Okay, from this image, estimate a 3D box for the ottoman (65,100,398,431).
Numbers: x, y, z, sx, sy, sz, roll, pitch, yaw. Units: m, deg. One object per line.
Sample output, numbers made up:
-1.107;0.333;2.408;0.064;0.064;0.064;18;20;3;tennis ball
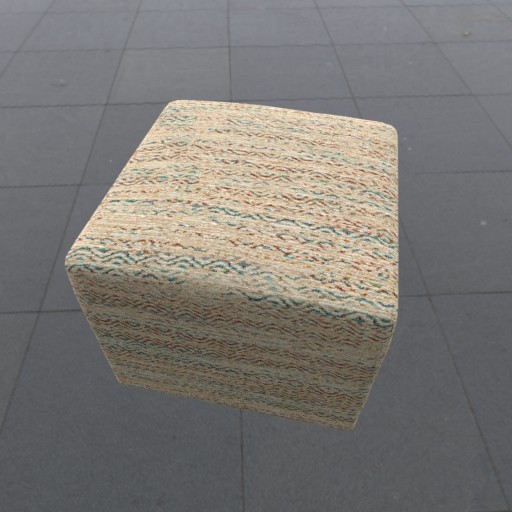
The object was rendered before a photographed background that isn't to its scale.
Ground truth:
0.000;0.000;0.939;0.512;0.453;0.521;9;49;8;ottoman
